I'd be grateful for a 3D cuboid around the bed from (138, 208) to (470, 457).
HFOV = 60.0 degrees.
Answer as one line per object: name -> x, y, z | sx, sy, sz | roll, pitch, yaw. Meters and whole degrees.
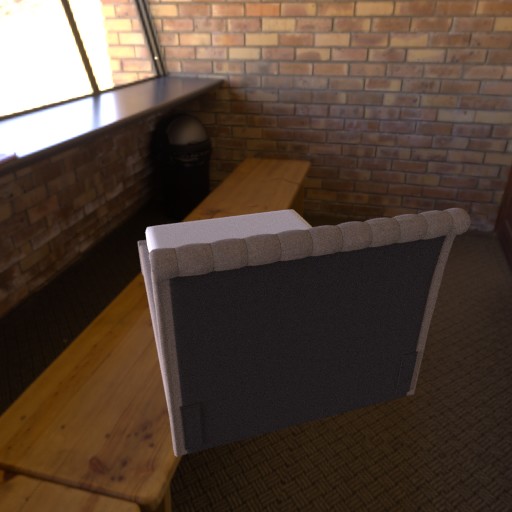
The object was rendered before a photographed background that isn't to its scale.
bed -> 0.000, 0.000, 3.334 | 1.645, 1.371, 2.252 | -9, 29, -16
